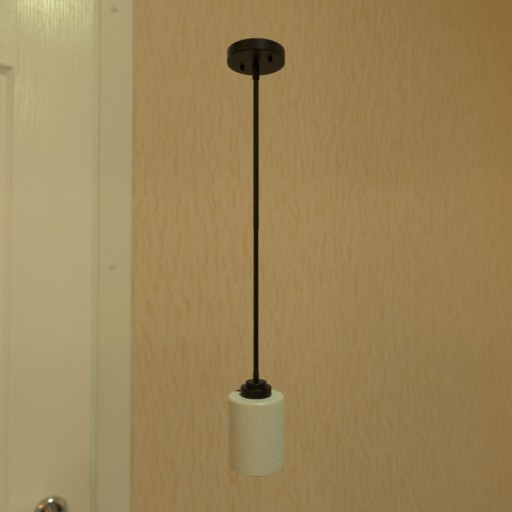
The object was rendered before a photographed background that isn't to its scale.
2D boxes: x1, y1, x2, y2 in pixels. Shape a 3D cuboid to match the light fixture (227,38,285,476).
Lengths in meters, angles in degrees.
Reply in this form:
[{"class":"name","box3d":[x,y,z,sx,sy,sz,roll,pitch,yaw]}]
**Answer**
[{"class":"light fixture","box3d":[0.000,0.000,0.932,0.123,0.863,0.123,-1,-2,34]}]
